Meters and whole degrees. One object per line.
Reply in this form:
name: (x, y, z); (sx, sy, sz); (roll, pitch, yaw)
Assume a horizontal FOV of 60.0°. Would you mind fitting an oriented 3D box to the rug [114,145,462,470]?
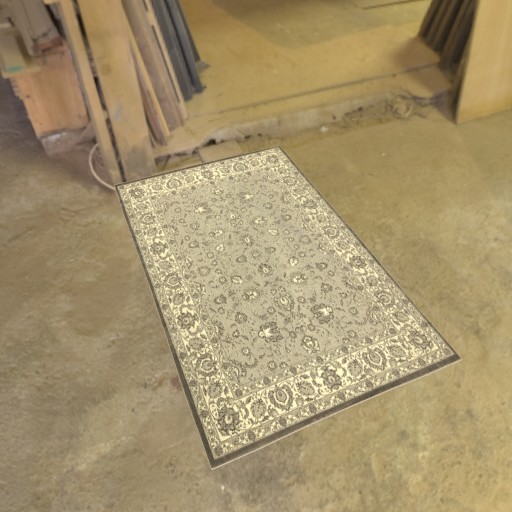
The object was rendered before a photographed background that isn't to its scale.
rug: (0.000, 0.000, 3.097); (1.524, 0.011, 2.438); (-17, 48, -16)
